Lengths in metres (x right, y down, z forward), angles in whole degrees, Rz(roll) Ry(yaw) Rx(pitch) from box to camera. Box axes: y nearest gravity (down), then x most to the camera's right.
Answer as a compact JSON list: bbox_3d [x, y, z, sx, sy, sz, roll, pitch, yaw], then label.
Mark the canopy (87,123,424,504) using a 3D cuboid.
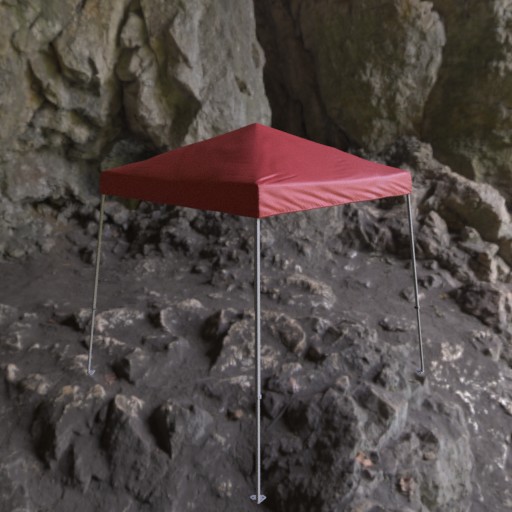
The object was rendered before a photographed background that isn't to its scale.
[{"bbox_3d":[0.000,0.000,4.943,2.848,2.849,2.849,13,19,43],"label":"canopy"}]
